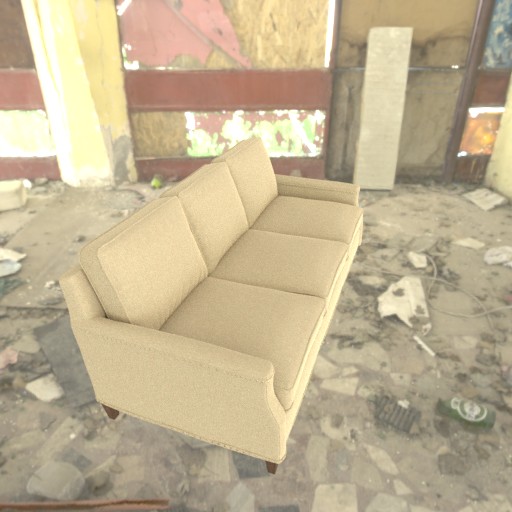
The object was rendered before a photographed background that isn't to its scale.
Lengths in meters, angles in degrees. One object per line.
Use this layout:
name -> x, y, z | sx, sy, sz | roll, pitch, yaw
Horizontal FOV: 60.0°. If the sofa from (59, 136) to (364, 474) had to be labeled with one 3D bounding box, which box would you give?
sofa -> 0.000, 0.000, 2.830 | 1.084, 1.003, 2.246 | 10, 31, 18
